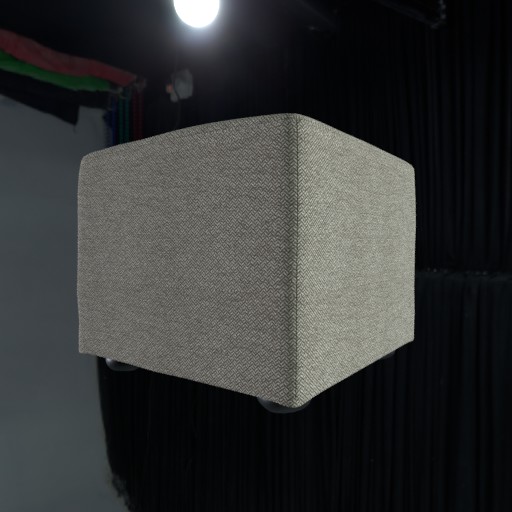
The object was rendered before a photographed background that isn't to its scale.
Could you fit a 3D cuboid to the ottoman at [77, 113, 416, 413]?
[{"bbox_3d":[0.000,0.000,0.923,0.512,0.453,0.519,1,2,36],"label":"ottoman"}]
